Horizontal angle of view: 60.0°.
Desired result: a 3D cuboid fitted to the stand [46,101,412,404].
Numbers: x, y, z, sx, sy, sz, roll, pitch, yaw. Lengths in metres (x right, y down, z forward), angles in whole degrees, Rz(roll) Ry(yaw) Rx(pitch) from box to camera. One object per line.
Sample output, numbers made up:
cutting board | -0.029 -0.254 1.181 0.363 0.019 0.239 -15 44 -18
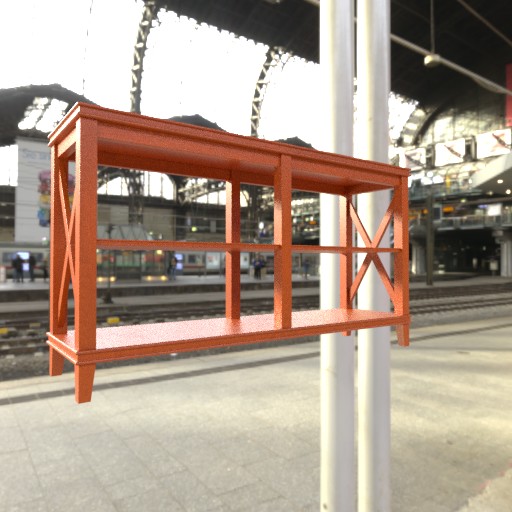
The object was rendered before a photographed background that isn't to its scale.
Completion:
stand | 0.000 0.000 1.660 1.372 0.762 0.381 1 -1 -35
